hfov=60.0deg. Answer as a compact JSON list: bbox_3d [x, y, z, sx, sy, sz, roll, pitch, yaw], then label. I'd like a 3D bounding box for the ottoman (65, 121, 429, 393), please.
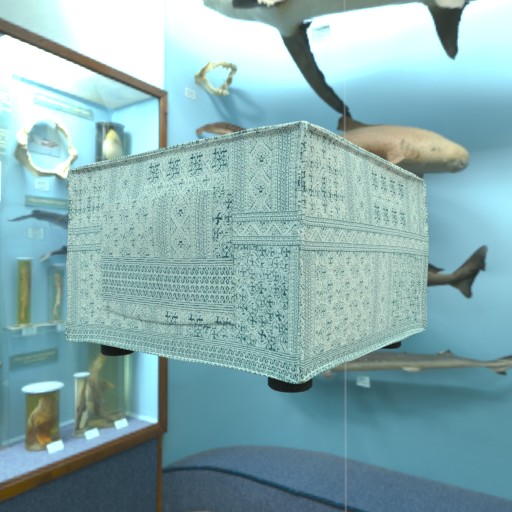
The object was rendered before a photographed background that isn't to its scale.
[{"bbox_3d":[0.000,0.000,1.038,0.617,0.439,0.626,-1,-1,36],"label":"ottoman"}]
